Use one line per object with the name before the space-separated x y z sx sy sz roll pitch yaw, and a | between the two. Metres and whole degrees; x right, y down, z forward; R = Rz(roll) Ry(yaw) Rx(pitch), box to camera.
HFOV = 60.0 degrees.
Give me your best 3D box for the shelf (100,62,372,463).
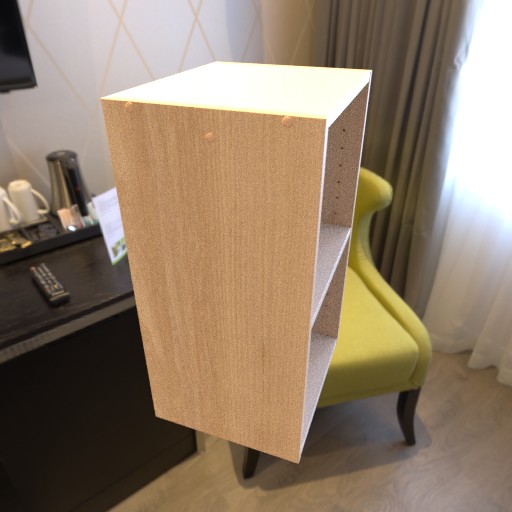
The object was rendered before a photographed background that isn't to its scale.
shelf | 0.000 0.000 0.810 0.290 0.600 0.350 11 33 17
